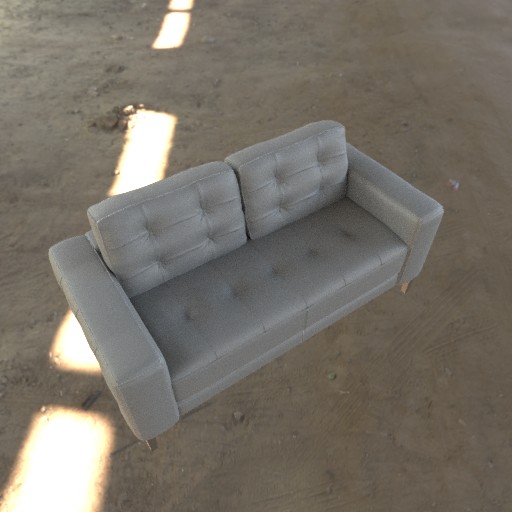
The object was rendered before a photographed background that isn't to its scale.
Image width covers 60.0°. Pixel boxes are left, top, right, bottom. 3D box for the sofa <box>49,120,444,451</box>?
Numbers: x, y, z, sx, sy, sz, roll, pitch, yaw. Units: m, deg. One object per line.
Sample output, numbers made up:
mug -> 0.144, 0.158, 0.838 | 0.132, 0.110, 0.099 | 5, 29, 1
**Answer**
sofa -> 0.000, 0.000, 2.192 | 1.726, 0.892, 0.833 | -26, 51, -23
